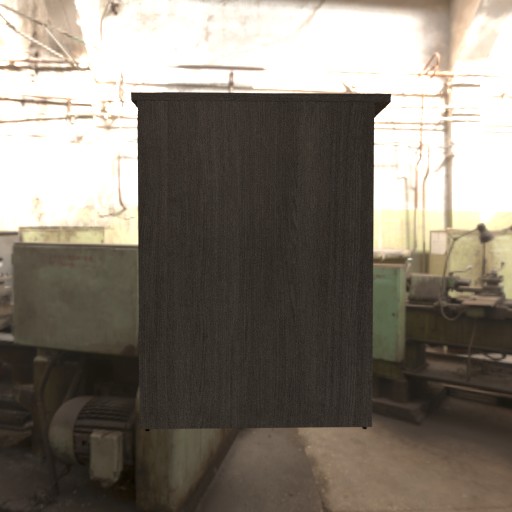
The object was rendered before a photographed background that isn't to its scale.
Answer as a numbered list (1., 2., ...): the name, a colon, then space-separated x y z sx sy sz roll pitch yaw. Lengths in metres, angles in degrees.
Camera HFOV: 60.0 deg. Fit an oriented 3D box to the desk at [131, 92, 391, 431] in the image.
1. desk: 0.000 0.000 1.510 0.560 0.735 1.097 0 2 -1
